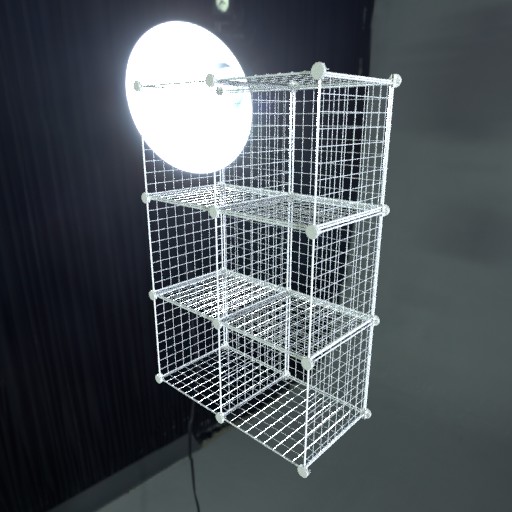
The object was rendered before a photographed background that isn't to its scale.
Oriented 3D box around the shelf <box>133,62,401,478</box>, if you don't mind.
[{"bbox_3d":[0.000,0.000,1.423,0.711,1.067,0.356,15,23,40],"label":"shelf"}]
